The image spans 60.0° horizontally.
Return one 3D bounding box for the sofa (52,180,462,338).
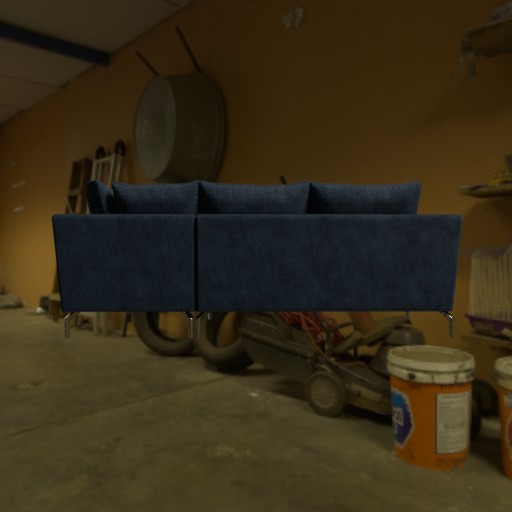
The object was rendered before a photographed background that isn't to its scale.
[{"bbox_3d":[0.000,0.000,3.881,2.472,0.988,2.463,0,0,-1],"label":"sofa"}]
